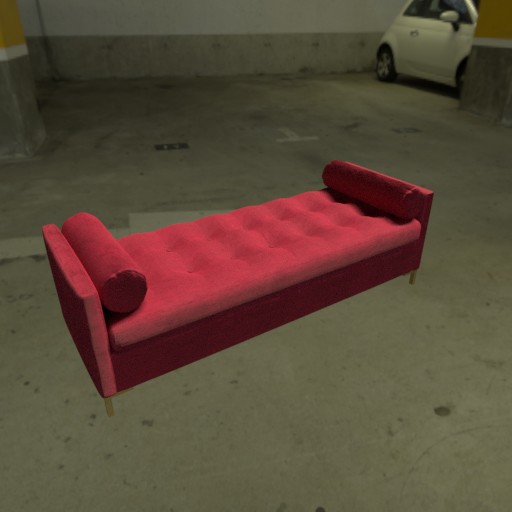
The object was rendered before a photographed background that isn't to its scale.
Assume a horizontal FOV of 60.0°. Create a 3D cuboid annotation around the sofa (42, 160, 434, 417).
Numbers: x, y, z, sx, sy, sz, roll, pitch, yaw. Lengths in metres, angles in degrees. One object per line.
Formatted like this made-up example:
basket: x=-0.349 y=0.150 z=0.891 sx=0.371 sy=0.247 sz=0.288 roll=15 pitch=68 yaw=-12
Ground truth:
sofa: x=0.000 y=0.000 z=2.577 sx=2.102 sy=0.705 sz=0.796 roll=-17 pitch=33 yaw=-29
